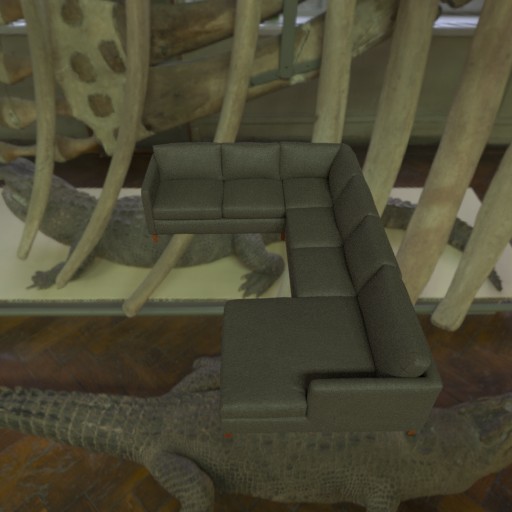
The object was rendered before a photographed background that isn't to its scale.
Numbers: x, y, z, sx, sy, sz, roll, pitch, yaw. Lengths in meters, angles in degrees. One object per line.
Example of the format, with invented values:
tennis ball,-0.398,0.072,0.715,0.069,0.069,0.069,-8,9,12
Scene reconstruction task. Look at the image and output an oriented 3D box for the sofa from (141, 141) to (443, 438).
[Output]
sofa,0.000,0.000,4.504,2.594,0.961,3.460,-1,41,-1
